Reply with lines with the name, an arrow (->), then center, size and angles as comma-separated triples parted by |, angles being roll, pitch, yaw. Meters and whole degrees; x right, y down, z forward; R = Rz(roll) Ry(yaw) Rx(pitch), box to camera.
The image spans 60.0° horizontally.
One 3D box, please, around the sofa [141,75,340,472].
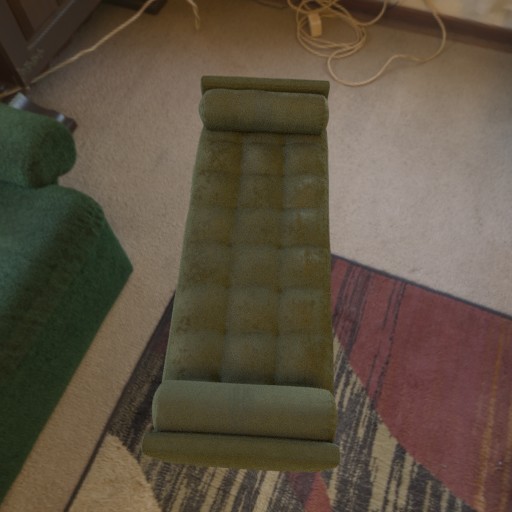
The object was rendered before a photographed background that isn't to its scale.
sofa -> 0.000, 0.000, 2.455 | 0.817, 0.681, 2.130 | 3, 63, 2
